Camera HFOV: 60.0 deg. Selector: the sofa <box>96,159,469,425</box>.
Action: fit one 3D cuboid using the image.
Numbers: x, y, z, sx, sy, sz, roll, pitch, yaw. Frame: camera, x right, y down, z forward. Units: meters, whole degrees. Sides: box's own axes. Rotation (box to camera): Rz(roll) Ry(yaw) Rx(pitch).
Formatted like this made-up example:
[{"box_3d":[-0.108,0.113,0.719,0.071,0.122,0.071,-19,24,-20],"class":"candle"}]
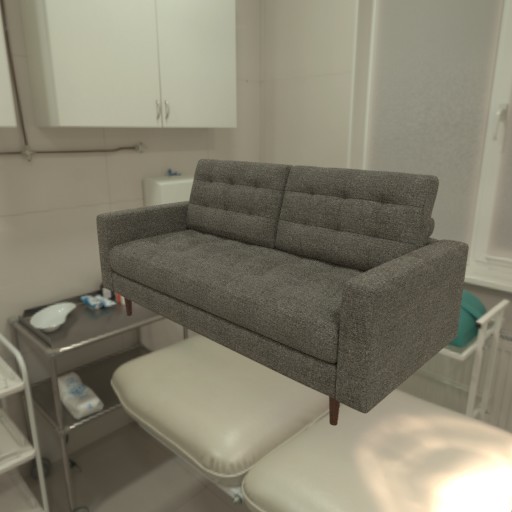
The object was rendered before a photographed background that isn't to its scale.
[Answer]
[{"box_3d":[0.000,0.000,2.310,1.821,0.902,0.863,15,22,42],"class":"sofa"}]
